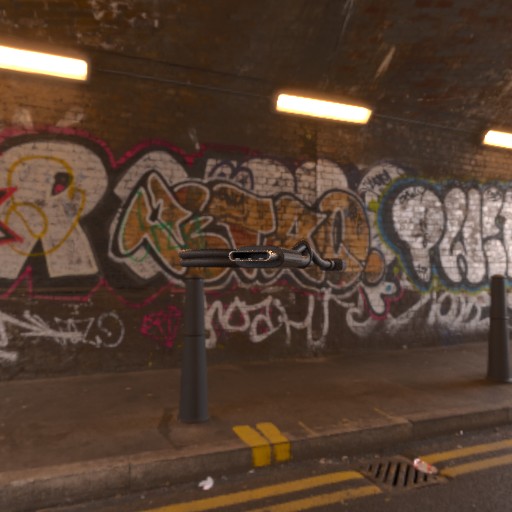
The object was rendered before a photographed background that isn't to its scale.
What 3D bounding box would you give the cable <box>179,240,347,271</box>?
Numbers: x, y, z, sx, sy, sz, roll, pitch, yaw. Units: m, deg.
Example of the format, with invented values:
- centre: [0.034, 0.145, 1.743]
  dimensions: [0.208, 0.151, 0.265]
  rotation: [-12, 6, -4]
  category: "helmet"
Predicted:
- centre: [0.000, 0.000, 0.213]
  dimensions: [0.070, 0.014, 0.192]
  rotation: [-1, -2, 17]
  category: "cable"
